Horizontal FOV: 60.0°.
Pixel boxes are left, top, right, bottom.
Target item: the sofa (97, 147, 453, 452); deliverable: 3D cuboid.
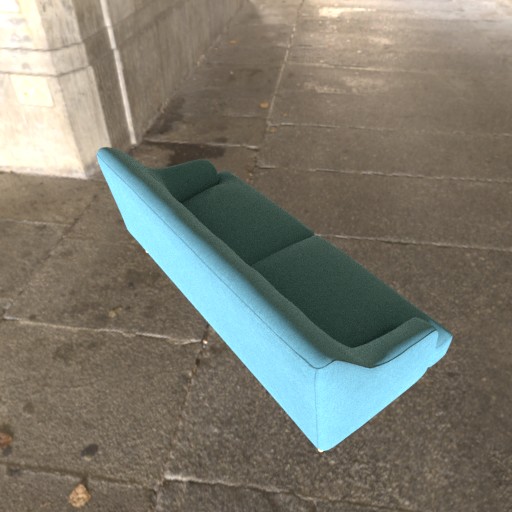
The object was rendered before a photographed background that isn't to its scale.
[{"bbox_3d":[0.000,0.000,2.566,0.978,0.871,2.057,-26,47,-27],"label":"sofa"}]
